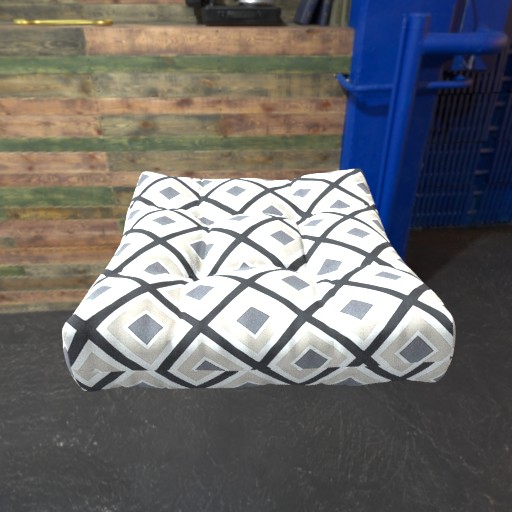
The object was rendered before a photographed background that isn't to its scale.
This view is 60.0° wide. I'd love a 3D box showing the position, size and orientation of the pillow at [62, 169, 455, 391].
[{"bbox_3d":[0.000,0.000,0.713,0.468,0.128,0.490,-1,32,-2],"label":"pillow"}]
